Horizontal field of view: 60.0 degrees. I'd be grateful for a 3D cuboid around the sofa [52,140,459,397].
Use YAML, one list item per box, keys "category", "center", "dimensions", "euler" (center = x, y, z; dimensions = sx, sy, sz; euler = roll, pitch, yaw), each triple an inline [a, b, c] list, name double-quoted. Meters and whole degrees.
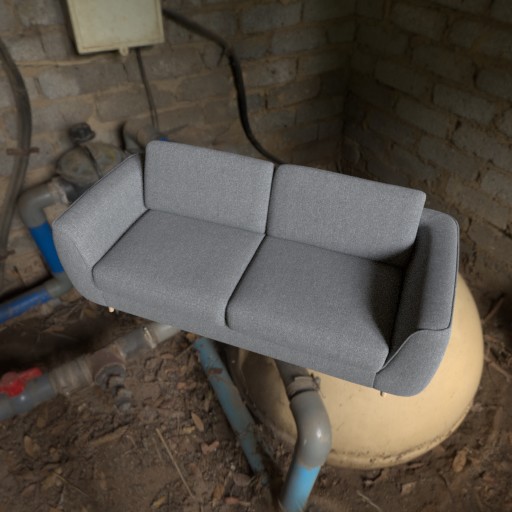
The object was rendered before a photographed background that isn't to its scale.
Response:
- category: "sofa"
  center: [0.000, 0.000, 2.414]
  dimensions: [2.000, 0.870, 0.920]
  euler: [14, 43, 15]
